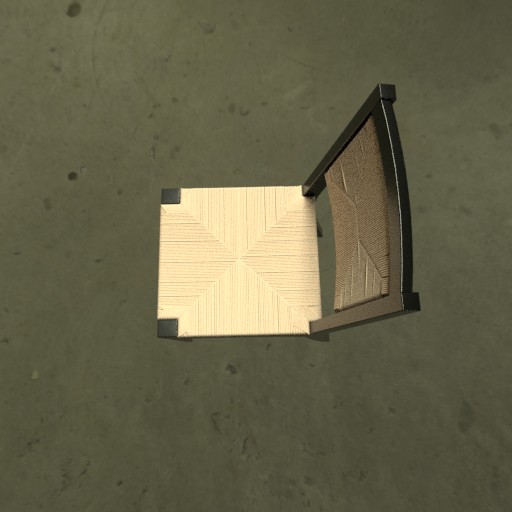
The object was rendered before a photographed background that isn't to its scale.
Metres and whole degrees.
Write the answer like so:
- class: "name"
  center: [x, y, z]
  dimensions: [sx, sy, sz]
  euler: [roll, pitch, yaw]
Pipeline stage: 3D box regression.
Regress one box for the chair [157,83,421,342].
- class: "chair"
  center: [0.000, 0.000, 1.235]
  dimensions: [0.552, 0.927, 0.437]
  euler: [-1, 76, 0]
